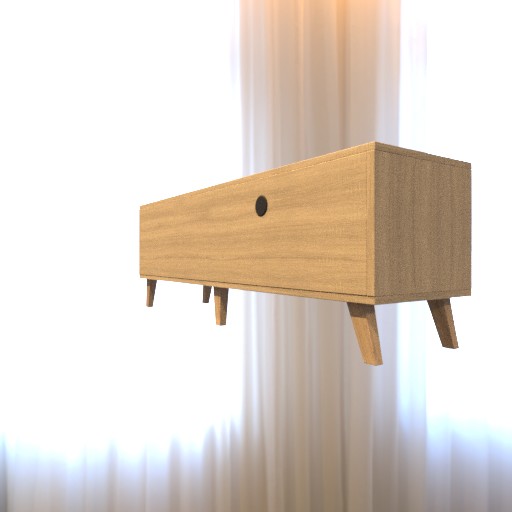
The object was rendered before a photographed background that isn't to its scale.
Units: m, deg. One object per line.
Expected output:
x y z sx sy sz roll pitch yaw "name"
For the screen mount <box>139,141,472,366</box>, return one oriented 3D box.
0.000 0.000 1.714 0.401 0.509 1.500 0 0 -35 "screen mount"
